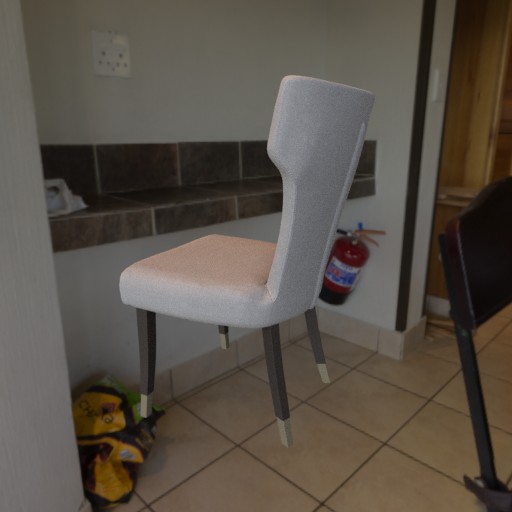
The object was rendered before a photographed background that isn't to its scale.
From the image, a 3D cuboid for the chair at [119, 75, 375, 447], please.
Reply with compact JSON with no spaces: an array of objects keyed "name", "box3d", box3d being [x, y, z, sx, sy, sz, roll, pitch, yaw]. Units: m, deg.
[{"name":"chair","box3d":[0.000,0.000,1.335,0.630,0.950,0.526,7,17,25]}]
